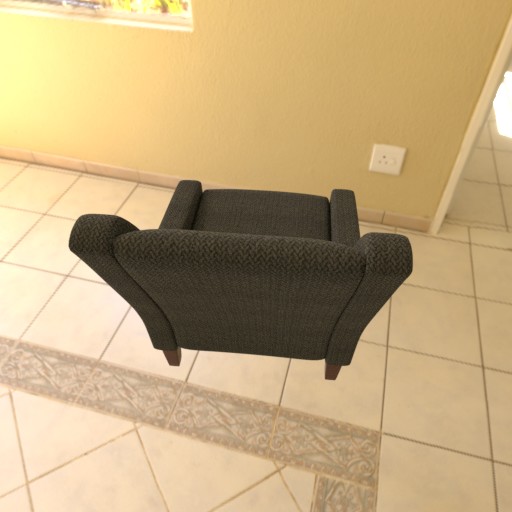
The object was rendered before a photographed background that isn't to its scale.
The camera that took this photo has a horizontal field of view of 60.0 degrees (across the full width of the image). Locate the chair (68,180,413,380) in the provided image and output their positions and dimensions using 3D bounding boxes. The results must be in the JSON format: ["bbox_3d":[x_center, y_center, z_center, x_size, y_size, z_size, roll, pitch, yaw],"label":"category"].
[{"bbox_3d":[0.000,0.000,1.652,0.793,1.012,0.944,4,46,4],"label":"chair"}]
